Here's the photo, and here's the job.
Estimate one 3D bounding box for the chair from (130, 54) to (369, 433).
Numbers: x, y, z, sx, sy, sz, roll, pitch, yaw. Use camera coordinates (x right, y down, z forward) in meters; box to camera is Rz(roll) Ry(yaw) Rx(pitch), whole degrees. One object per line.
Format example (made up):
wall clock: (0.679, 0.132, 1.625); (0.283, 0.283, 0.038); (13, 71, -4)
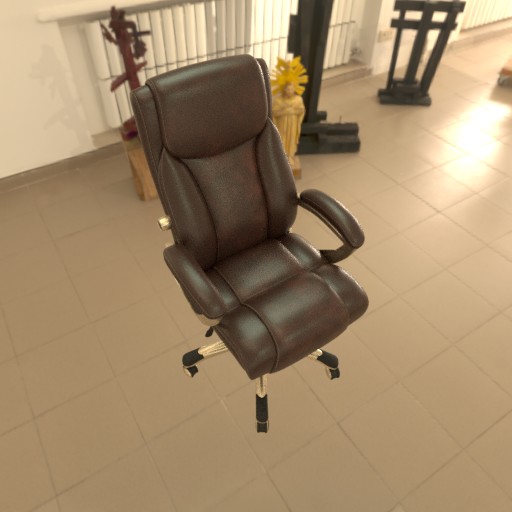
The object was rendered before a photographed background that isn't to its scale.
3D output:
chair: (0.000, 0.000, 1.641); (0.692, 1.194, 0.749); (-25, 50, -22)
